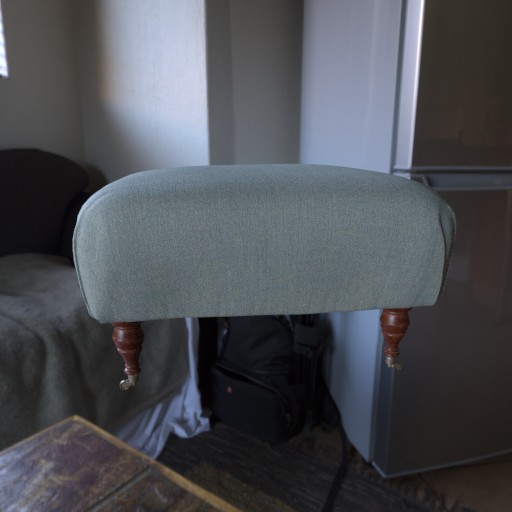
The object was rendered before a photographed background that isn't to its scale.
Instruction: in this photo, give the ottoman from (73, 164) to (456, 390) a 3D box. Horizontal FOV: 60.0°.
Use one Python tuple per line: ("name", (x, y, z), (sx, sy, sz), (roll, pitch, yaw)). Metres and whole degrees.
("ottoman", (0.000, 0.000, 1.115), (0.747, 0.450, 0.622), (-2, 14, -8))
